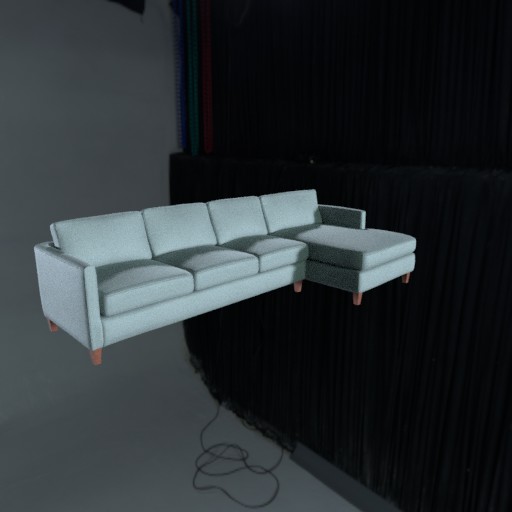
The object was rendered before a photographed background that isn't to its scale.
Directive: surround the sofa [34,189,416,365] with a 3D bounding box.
[{"bbox_3d":[0.000,0.000,4.223,3.471,0.950,1.604,-14,20,-43],"label":"sofa"}]
